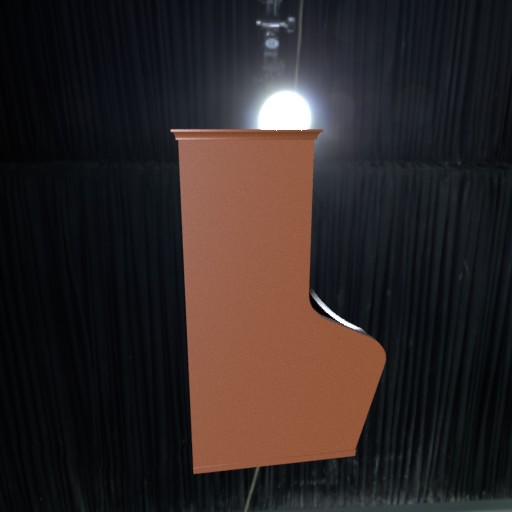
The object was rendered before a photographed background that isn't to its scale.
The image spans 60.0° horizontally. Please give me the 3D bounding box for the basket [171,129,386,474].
[{"bbox_3d":[0.000,0.000,1.142,0.376,0.625,0.792,-2,16,-8],"label":"basket"}]
